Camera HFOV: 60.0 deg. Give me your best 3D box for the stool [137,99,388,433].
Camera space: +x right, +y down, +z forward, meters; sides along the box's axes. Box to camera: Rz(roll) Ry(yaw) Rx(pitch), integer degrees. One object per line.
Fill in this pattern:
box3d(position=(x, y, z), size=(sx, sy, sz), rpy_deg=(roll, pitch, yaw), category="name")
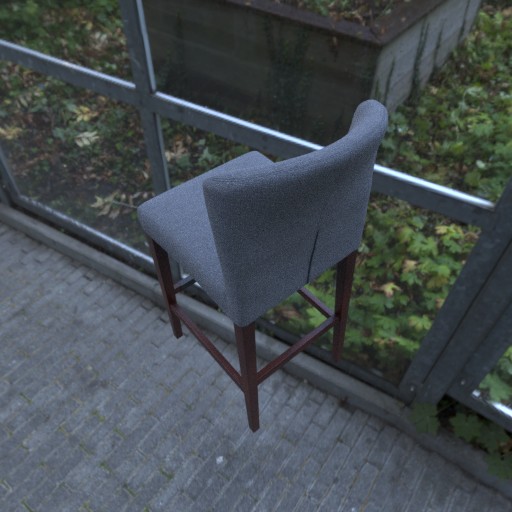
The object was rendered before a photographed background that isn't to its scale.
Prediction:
box3d(position=(0.000, 0.000, 1.368), size=(0.486, 1.069, 0.568), rpy_deg=(-32, 55, -26), category="stool")
